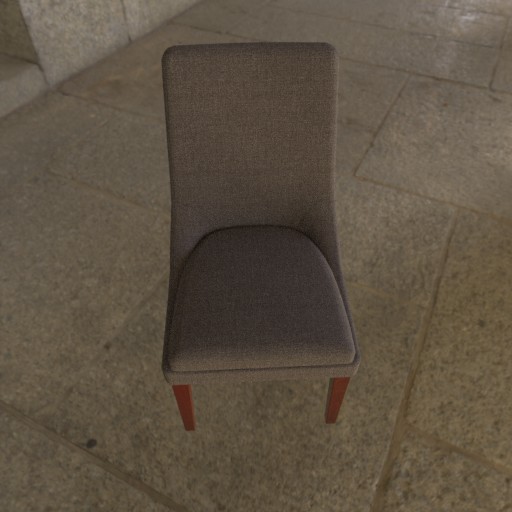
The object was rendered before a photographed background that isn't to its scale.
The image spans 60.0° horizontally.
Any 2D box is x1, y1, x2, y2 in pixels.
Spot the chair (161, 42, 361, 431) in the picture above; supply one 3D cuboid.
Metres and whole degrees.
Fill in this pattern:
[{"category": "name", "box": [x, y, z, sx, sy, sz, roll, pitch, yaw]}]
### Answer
[{"category": "chair", "box": [0.000, 0.000, 1.282, 0.508, 0.952, 0.655, -2, 48, -2]}]
